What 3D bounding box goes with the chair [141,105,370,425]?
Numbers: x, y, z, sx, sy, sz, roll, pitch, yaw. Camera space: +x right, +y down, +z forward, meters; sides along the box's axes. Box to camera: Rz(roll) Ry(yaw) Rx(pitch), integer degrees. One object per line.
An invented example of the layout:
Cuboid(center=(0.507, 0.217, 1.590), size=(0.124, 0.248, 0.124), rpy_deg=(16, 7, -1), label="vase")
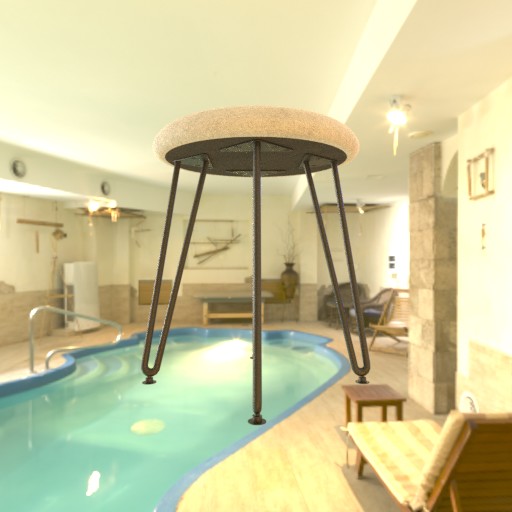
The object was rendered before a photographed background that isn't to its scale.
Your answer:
Cuboid(center=(0.000, 0.000, 0.678), size=(0.350, 0.386, 0.350), rpy_deg=(0, 0, 0), label="chair")
